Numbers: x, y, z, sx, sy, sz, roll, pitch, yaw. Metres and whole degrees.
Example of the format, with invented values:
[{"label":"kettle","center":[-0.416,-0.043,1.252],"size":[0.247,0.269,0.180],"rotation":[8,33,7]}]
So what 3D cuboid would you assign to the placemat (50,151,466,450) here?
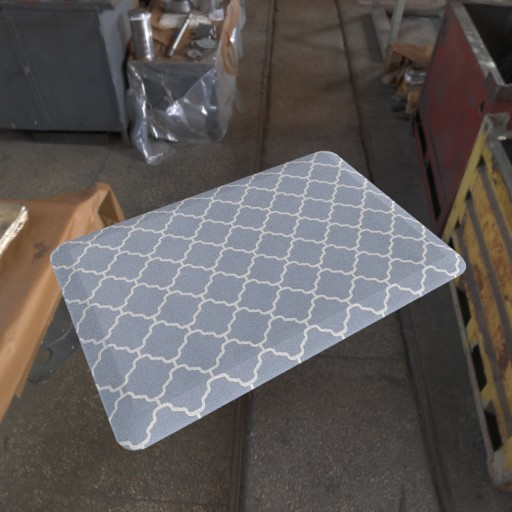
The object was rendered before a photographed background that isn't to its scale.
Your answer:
[{"label":"placemat","center":[0.000,0.000,0.943],"size":[0.762,0.021,0.508],"rotation":[-23,52,-20]}]
